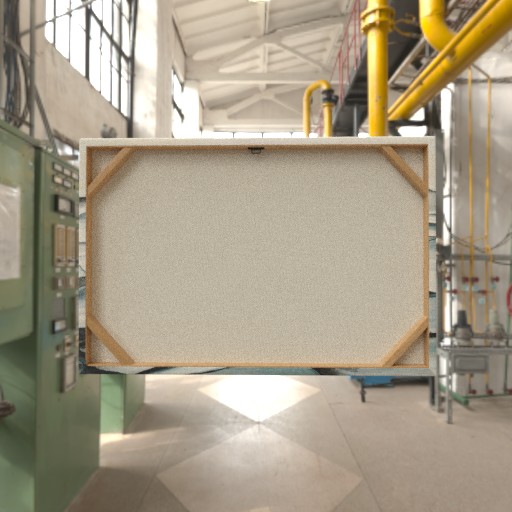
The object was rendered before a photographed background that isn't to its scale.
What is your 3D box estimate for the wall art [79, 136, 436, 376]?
[{"bbox_3d":[0.000,0.000,1.151,0.914,0.609,0.039,0,-1,1],"label":"wall art"}]
